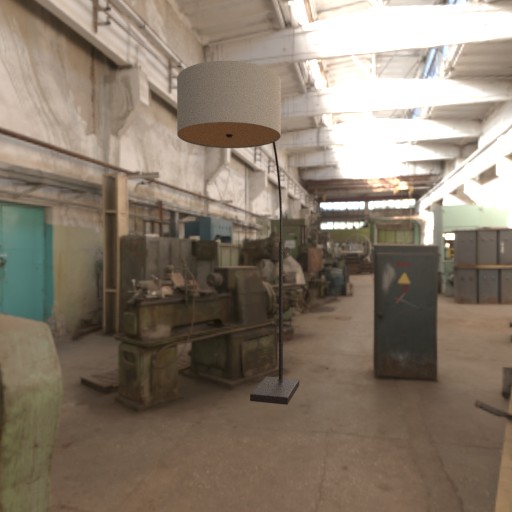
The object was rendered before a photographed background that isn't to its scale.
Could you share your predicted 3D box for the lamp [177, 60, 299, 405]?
[{"bbox_3d":[0.000,0.000,2.588,0.493,1.927,1.424,0,1,16],"label":"lamp"}]
